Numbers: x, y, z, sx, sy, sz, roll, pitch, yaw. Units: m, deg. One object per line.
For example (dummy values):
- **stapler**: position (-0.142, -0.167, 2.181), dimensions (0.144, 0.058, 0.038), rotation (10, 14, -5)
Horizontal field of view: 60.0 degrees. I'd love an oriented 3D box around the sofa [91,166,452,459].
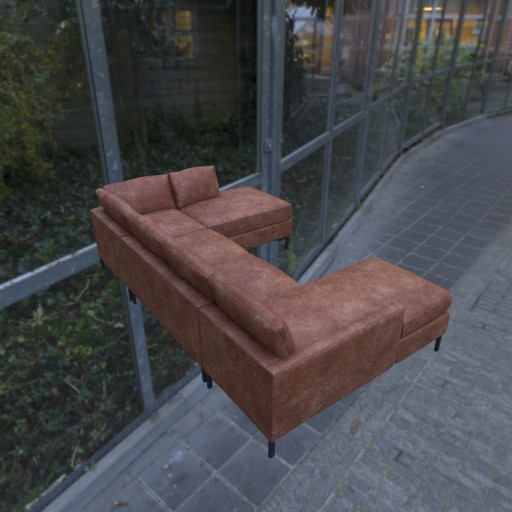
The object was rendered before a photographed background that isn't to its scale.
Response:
- **sofa**: position (0.000, 0.000, 3.896), dimensions (1.939, 0.900, 2.956), rotation (-18, 32, -32)
